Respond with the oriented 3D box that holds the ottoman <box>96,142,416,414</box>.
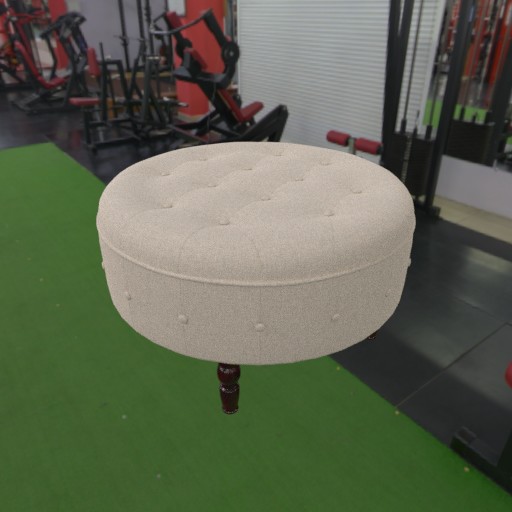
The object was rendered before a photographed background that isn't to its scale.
[{"bbox_3d":[0.000,0.000,1.315,0.848,0.494,0.848,0,29,0],"label":"ottoman"}]
